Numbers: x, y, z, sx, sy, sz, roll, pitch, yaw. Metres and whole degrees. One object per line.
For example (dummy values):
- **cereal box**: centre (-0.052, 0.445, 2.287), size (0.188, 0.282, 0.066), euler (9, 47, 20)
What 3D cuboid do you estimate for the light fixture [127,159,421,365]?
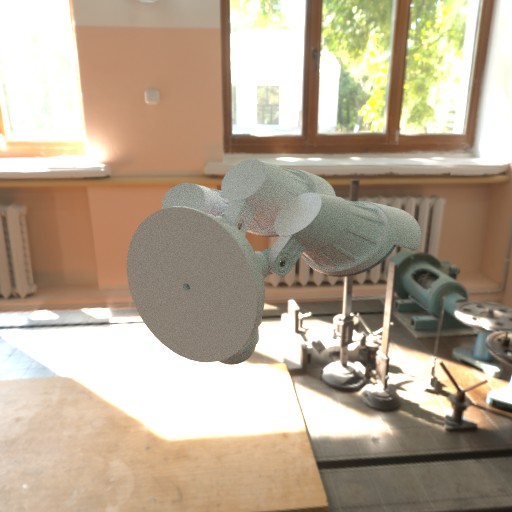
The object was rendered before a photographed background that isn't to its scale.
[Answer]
- **light fixture**: centre (0.000, 0.000, 0.554), size (0.369, 0.237, 0.278), euler (9, 19, 28)
